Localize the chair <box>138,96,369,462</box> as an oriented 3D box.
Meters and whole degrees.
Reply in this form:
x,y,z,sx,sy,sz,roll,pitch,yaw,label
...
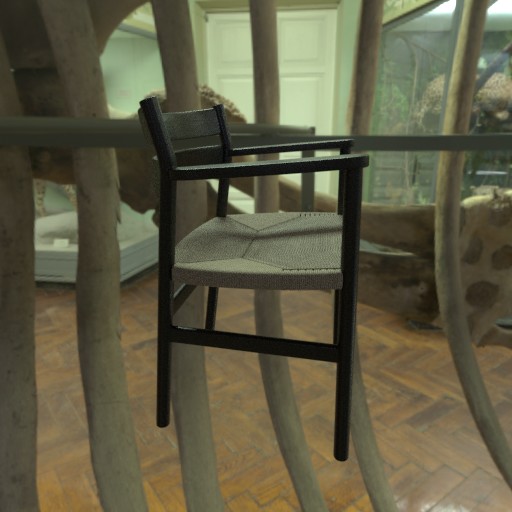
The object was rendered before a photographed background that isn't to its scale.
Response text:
x,y,z,sx,sy,sz,roll,pitch,yaw,label
0.000,0.000,1.168,0.508,0.775,0.630,3,18,9,chair
